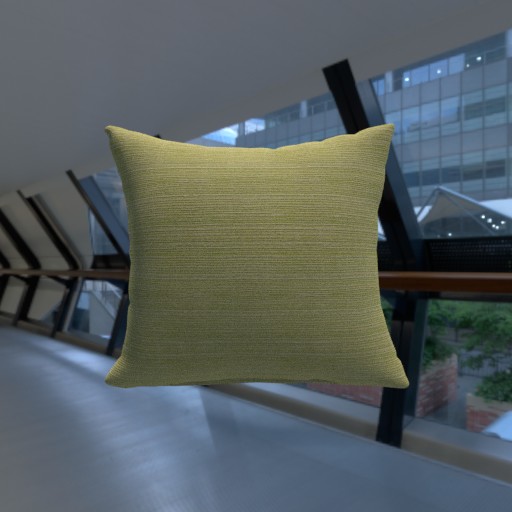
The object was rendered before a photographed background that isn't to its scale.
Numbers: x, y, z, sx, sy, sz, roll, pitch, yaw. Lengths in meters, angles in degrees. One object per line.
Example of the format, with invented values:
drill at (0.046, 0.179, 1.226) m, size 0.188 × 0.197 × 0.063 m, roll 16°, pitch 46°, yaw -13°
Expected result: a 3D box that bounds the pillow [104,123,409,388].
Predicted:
pillow at (0.000, 0.000, 0.816) m, size 0.560 × 0.487 × 0.229 m, roll 0°, pitch 0°, yaw 0°
